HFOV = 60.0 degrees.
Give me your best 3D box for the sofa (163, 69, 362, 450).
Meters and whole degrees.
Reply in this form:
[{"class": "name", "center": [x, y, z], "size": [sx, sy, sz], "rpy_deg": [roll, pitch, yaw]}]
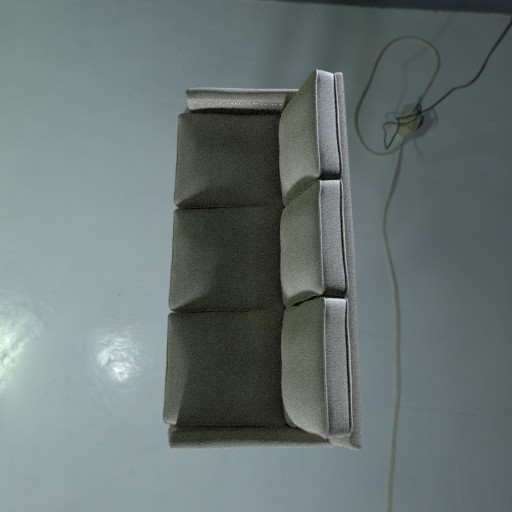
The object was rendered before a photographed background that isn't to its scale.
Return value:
[{"class": "sofa", "center": [0.000, 0.000, 2.797], "size": [1.084, 1.003, 2.246], "rpy_deg": [0, 76, 0]}]
